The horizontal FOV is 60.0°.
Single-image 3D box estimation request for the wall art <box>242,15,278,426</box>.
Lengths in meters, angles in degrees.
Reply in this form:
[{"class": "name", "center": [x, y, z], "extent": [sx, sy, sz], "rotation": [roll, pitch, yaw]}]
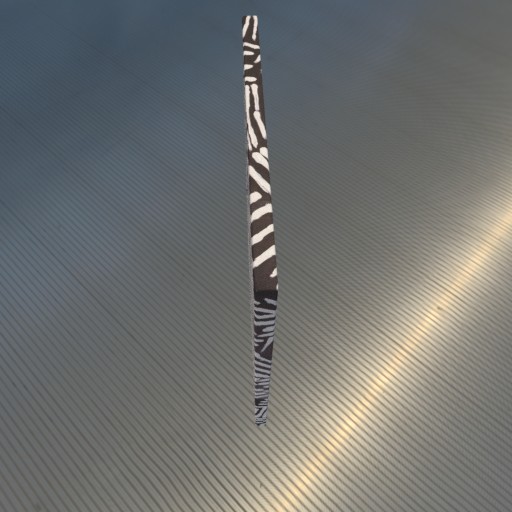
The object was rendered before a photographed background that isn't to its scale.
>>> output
[{"class": "wall art", "center": [0.000, 0.000, 1.320], "extent": [0.038, 1.017, 0.765], "rotation": [-2, 58, -1]}]
